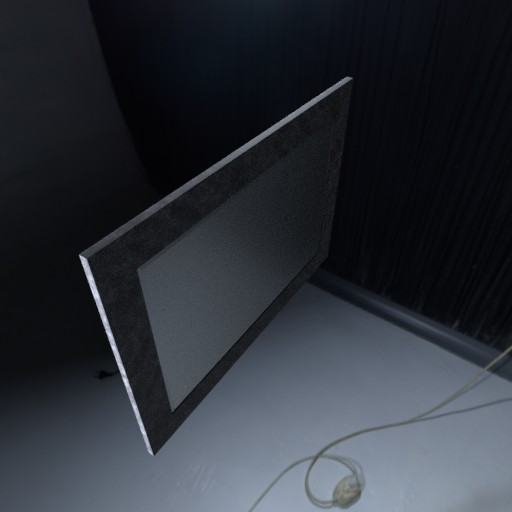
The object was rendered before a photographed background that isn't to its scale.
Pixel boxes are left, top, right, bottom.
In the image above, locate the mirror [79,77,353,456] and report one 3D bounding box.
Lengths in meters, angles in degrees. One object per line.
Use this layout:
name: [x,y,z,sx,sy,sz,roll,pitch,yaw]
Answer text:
mirror: [0.000,0.000,1.408,0.022,0.795,1.101,25,47,25]
